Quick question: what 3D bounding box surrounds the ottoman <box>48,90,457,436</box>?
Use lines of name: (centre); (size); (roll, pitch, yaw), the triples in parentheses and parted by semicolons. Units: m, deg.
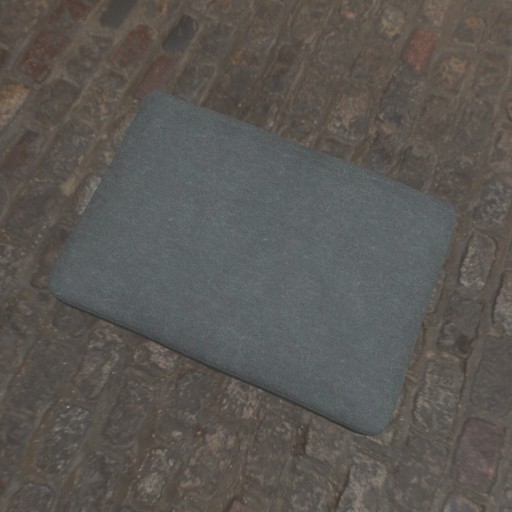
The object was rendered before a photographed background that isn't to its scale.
ottoman: (0.000, 0.000, 1.593); (1.199, 0.429, 0.840); (22, 77, 5)
